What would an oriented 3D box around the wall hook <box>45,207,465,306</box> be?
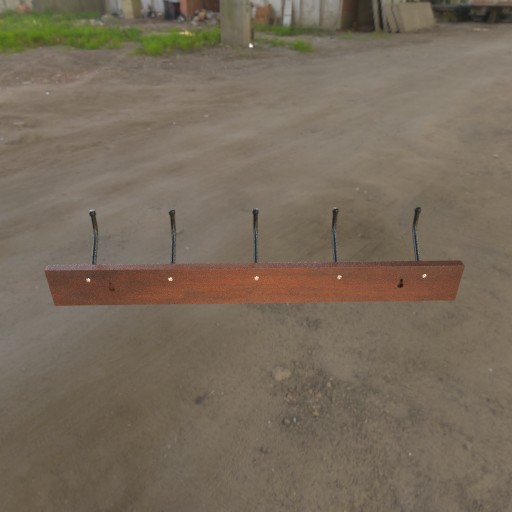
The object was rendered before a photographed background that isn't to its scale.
[{"bbox_3d":[0.000,0.000,0.633,0.571,0.117,0.071,-1,31,-1],"label":"wall hook"}]
